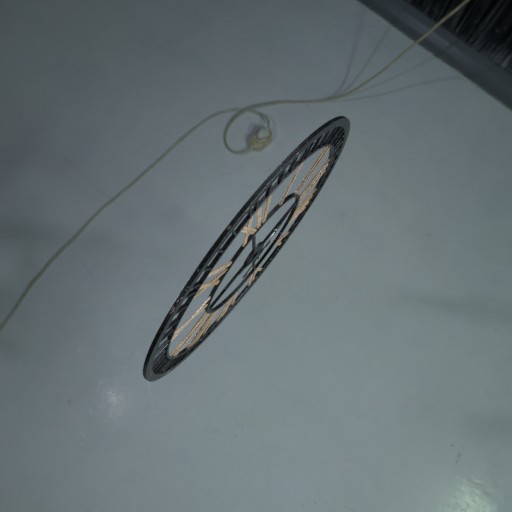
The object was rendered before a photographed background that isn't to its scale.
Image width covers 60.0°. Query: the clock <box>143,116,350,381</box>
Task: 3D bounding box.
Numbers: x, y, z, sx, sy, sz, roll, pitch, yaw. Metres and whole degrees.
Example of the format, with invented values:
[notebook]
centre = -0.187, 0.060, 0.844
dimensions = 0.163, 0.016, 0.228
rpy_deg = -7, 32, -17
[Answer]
[clock]
centre = 0.000, 0.000, 1.206
dimensions = 0.025, 0.843, 0.843
rpy_deg = 37, 79, 8
